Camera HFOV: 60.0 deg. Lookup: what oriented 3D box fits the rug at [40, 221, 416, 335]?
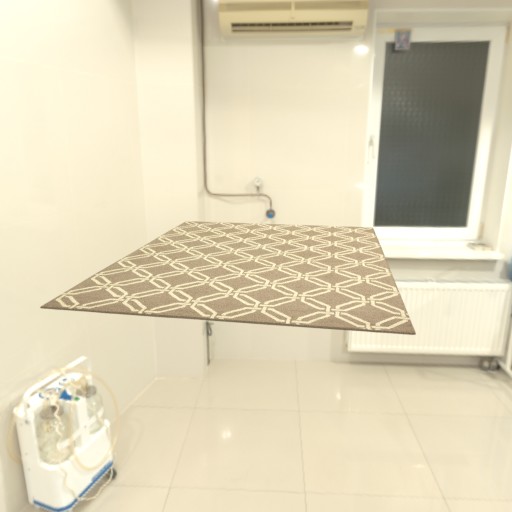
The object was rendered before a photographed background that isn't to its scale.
[{"bbox_3d":[0.000,0.000,3.997,2.288,0.018,2.895,3,16,9],"label":"rug"}]
